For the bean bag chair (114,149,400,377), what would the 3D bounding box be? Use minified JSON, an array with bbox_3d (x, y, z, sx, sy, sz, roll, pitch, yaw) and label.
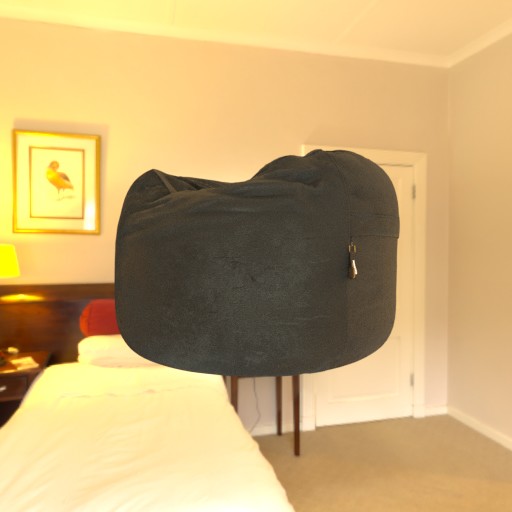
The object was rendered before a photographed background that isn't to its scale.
[{"bbox_3d":[0.000,0.000,1.479,0.918,0.605,0.918,0,1,0],"label":"bean bag chair"}]
